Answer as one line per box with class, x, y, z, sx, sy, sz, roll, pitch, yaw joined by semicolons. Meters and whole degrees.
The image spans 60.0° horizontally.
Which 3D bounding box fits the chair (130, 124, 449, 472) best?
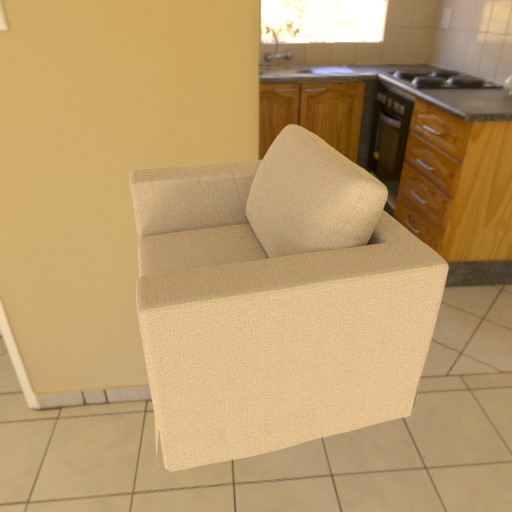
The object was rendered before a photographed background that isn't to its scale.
chair;0.000;0.000;1.802;0.957;0.878;1.150;-8;31;-13
